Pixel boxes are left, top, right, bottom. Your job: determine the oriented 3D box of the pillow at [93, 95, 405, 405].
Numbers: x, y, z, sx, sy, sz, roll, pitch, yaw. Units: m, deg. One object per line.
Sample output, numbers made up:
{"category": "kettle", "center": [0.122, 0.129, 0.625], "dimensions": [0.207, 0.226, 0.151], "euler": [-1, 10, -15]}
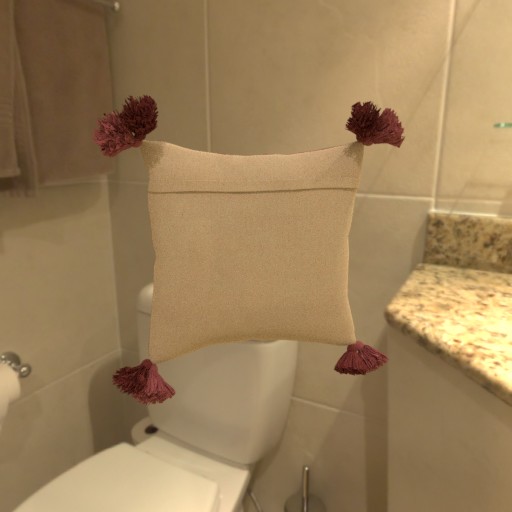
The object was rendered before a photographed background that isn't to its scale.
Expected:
{"category": "pillow", "center": [0.000, 0.000, 0.971], "dimensions": [0.641, 0.659, 0.138], "euler": [-2, 14, -9]}
